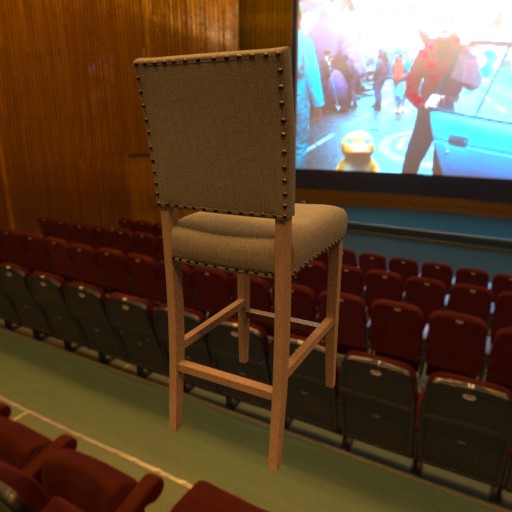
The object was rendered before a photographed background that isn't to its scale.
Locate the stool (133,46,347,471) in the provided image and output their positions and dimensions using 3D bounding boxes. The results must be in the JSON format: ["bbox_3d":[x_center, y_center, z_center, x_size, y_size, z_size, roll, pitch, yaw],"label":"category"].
[{"bbox_3d":[0.000,0.000,1.464,0.445,1.173,0.585,9,19,26],"label":"stool"}]
